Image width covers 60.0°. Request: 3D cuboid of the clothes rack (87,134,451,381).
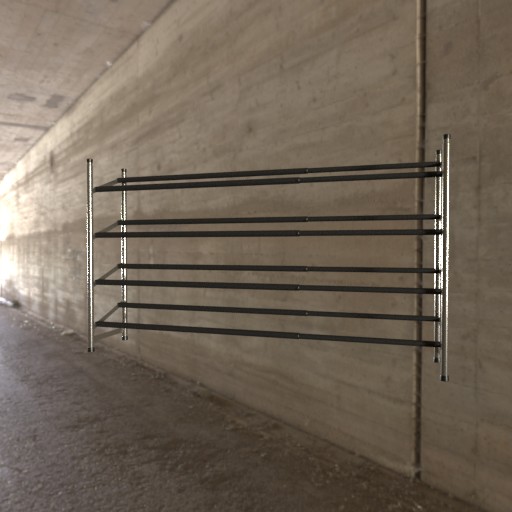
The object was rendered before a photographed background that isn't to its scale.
[{"bbox_3d":[0.000,0.000,1.475,1.168,0.672,0.229,0,1,17],"label":"clothes rack"}]
